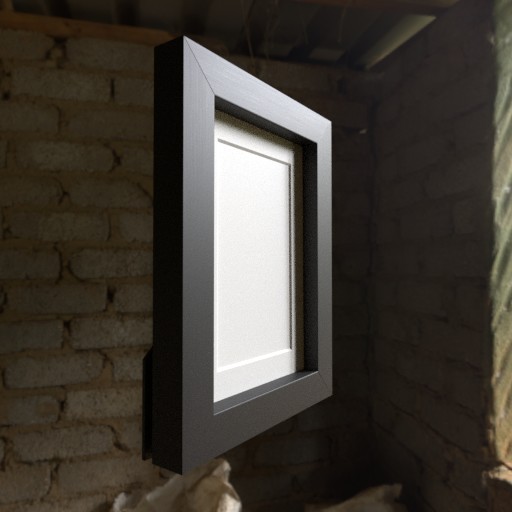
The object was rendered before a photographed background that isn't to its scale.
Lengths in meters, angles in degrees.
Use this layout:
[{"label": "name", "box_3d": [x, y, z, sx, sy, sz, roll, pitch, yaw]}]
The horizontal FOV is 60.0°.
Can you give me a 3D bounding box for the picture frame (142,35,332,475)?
[{"label": "picture frame", "box_3d": [0.000, 0.000, 0.281, 0.028, 0.208, 0.157, -1, -1, 36]}]
